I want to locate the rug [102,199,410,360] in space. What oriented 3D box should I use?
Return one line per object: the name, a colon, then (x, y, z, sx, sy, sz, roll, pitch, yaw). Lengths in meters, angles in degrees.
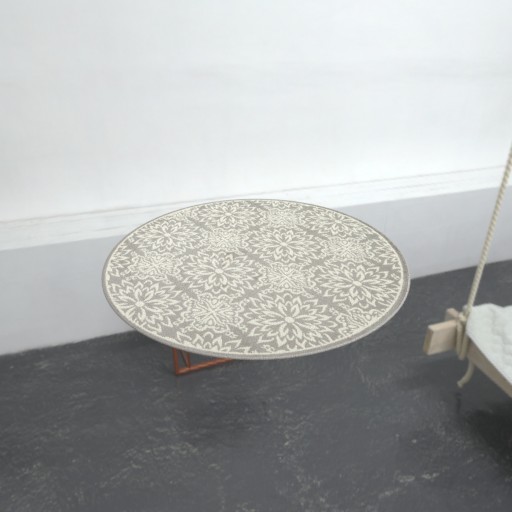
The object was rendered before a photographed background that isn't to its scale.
rug: (0.000, 0.000, 2.387, 1.593, 0.012, 1.593, 0, 30, 0)
